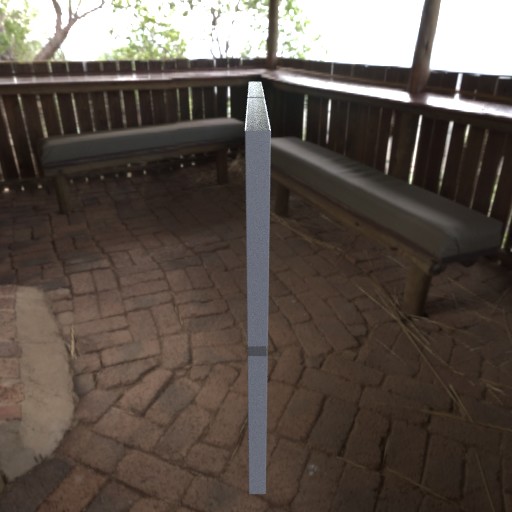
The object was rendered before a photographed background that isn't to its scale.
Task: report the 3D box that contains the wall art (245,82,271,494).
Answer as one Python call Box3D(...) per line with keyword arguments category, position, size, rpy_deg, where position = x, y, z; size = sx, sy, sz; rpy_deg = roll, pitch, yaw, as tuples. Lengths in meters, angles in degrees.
Box3D(category="wall art", position=(0.000, 0.000, 0.901), size=(0.029, 0.611, 0.611), rpy_deg=(0, 26, 0))
